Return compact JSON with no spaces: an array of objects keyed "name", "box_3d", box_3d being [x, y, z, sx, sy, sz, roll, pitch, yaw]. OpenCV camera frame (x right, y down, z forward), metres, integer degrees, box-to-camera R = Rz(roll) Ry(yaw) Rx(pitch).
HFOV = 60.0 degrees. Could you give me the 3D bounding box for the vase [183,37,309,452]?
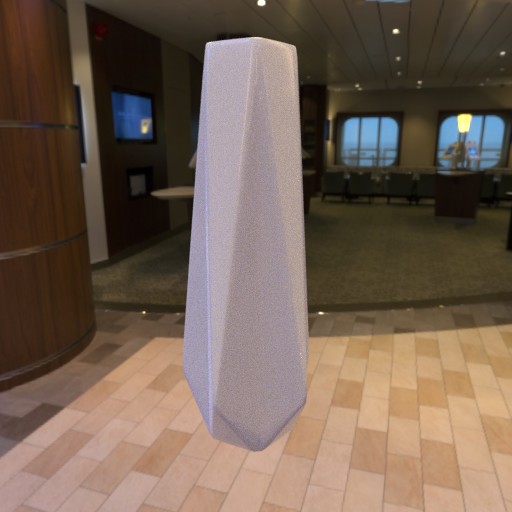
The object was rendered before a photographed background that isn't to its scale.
[{"name":"vase","box_3d":[0.000,0.000,0.381,0.116,0.329,0.122,-8,16,-27]}]
